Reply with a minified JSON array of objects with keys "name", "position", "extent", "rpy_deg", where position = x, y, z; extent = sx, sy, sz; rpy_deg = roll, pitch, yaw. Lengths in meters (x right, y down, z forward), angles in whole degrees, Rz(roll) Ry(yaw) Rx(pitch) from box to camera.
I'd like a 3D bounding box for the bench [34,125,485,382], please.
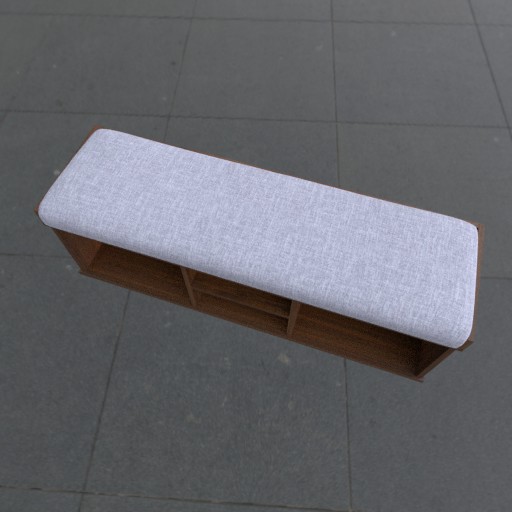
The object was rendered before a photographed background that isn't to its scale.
[{"name":"bench","position":[0.000,0.000,1.390],"extent":[1.196,0.468,0.367],"rpy_deg":[16,61,9]}]
